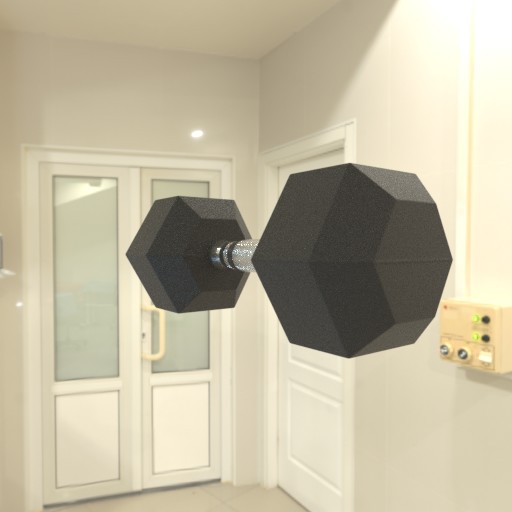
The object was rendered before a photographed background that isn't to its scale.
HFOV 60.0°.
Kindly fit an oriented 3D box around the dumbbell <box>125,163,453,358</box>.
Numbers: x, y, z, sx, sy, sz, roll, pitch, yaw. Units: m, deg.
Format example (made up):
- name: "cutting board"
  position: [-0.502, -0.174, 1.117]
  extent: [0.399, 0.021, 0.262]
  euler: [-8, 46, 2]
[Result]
- name: "dumbbell"
  position: [0.000, 0.000, 0.414]
  extent: [0.142, 0.123, 0.337]
  euler: [-1, 2, -37]
